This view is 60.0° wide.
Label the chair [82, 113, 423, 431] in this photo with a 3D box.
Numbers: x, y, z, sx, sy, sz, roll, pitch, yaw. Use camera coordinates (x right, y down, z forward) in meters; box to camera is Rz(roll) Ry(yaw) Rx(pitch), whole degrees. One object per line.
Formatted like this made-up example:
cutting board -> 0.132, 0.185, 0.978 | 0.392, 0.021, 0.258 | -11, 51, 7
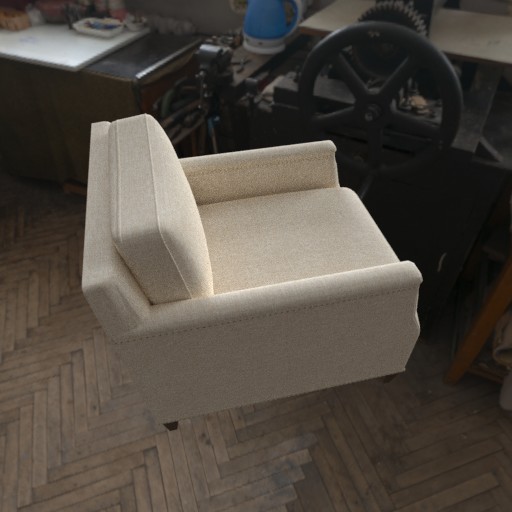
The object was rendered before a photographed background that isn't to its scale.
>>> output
chair -> 0.000, 0.000, 1.702 | 1.041, 0.940, 0.838 | -9, 46, -9
